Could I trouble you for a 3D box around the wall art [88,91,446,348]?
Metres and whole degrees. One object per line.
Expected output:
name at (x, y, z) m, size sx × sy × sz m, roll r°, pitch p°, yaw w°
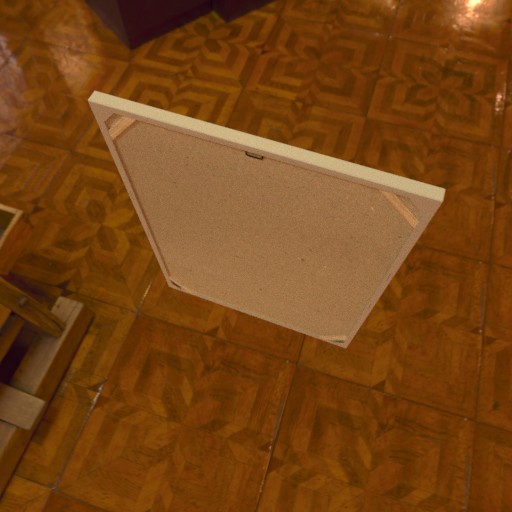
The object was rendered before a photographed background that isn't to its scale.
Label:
wall art at (0.000, 0.000, 1.619) m, size 0.914 × 1.212 × 0.038 m, roll 18°, pitch 64°, yaw 9°
